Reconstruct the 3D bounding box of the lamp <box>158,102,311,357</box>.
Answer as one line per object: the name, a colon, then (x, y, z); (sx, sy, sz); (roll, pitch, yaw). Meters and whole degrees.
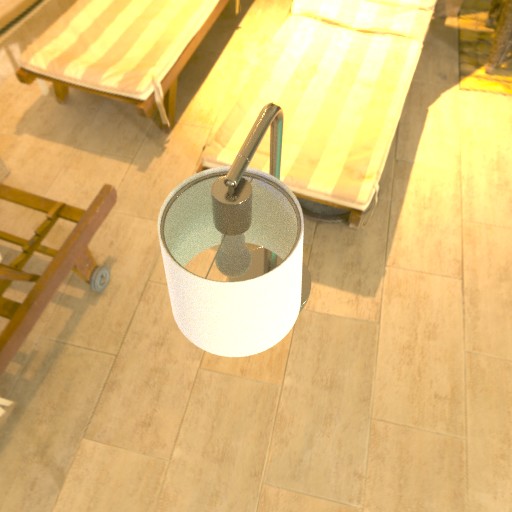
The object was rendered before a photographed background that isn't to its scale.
lamp: (0.000, 0.000, 0.649); (0.171, 0.489, 0.333); (16, 59, 10)
